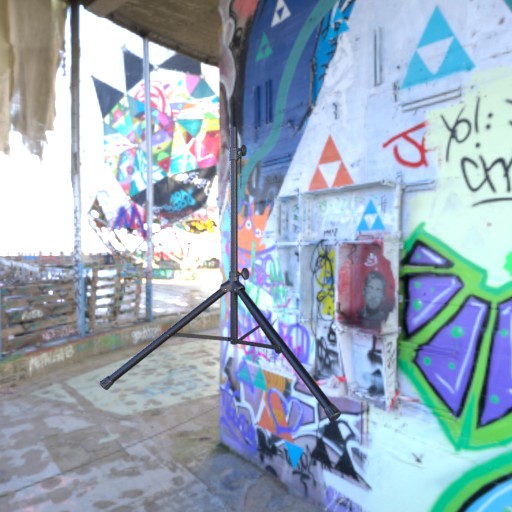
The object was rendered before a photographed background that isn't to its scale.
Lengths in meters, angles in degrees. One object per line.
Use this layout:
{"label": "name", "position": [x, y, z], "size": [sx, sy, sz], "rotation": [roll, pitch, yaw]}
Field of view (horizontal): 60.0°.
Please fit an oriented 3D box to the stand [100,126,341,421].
{"label": "stand", "position": [0.000, 0.000, 1.861], "size": [1.045, 1.136, 0.907], "rotation": [-1, 2, -38]}
